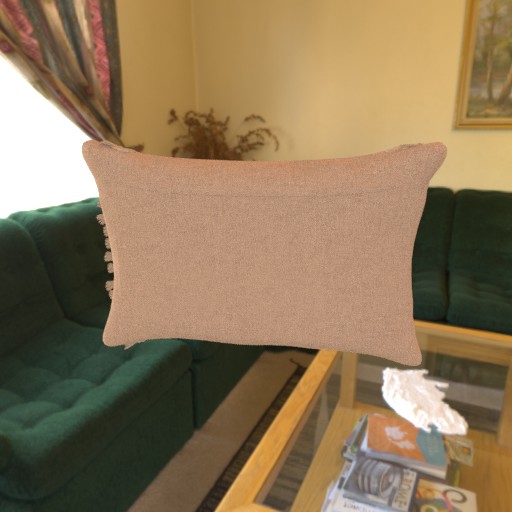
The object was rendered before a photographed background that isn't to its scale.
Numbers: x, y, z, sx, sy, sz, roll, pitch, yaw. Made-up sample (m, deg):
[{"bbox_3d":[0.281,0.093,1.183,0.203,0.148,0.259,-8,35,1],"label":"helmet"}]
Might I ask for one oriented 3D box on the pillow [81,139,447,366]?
[{"bbox_3d":[0.000,0.000,0.600,0.466,0.305,0.084,2,16,6],"label":"pillow"}]
